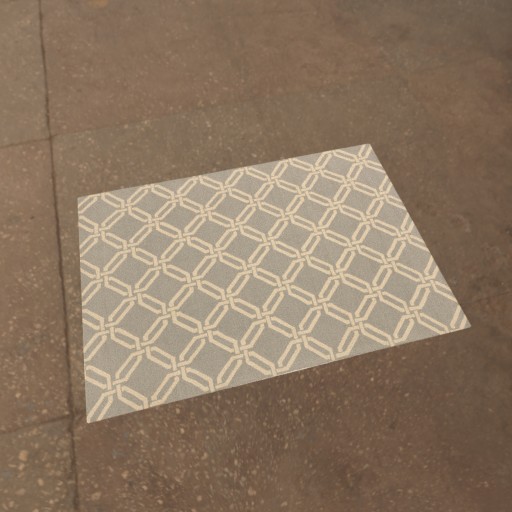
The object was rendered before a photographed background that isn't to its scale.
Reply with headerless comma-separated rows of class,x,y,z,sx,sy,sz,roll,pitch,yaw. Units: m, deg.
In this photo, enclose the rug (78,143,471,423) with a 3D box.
rug,0.000,0.000,2.760,2.133,0.013,1.522,-12,58,-8
